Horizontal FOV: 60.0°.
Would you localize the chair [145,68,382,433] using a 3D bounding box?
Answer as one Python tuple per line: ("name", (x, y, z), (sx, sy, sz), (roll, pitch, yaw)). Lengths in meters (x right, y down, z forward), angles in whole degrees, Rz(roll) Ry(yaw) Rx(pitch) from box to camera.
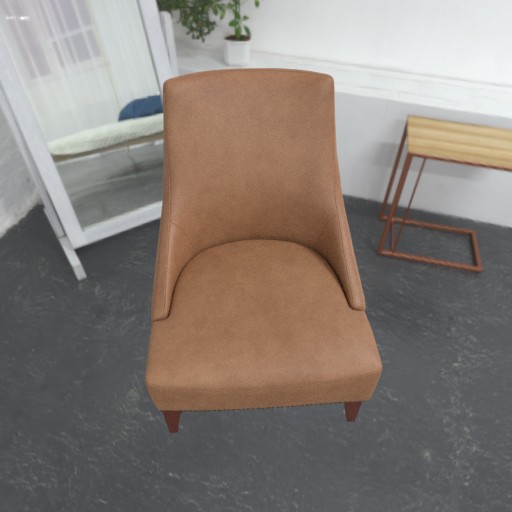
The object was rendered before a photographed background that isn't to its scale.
("chair", (0.000, 0.000, 1.484), (0.701, 0.909, 0.861), (-3, 46, -3))
